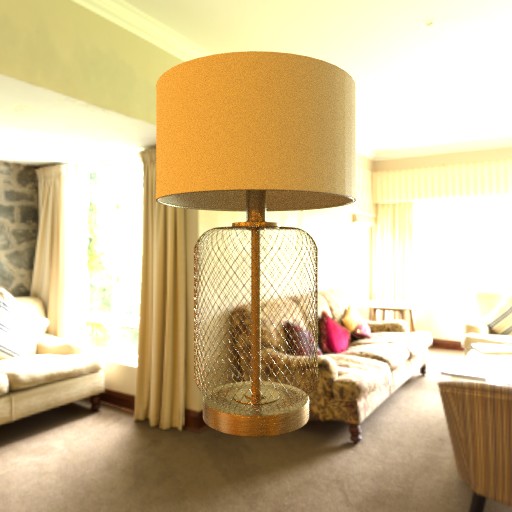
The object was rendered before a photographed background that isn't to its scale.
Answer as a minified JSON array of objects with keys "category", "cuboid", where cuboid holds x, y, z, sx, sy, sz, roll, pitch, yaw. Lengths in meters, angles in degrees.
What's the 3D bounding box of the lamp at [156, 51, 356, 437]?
[{"category":"lamp","cuboid":[0.000,0.000,0.801,0.353,0.578,0.353,0,1,0]}]
